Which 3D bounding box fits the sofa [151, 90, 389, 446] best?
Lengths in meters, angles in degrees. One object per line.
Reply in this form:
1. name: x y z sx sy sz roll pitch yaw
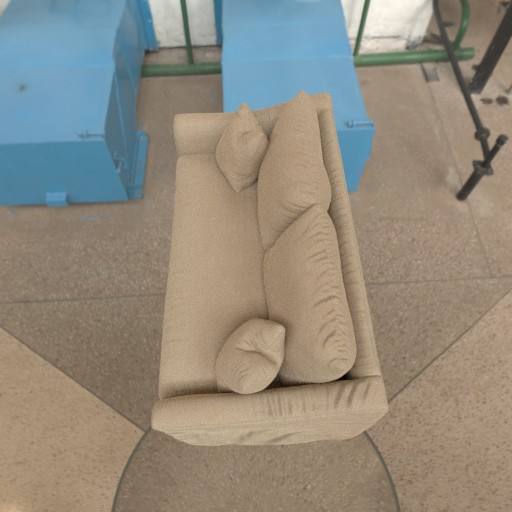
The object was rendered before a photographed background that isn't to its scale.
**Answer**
1. sofa: 0.000 0.000 2.653 1.072 1.018 2.010 -2 59 -1
